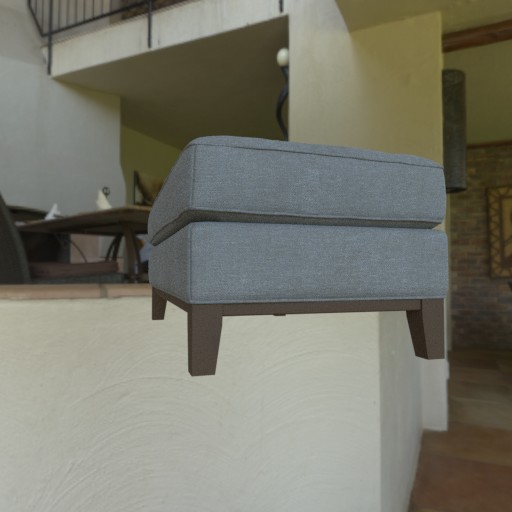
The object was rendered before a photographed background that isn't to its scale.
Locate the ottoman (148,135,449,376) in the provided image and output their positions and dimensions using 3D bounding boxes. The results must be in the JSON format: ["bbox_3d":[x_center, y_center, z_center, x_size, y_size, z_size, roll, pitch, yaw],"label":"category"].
[{"bbox_3d":[0.000,0.000,1.482,0.648,0.514,1.143,1,-2,-17],"label":"ottoman"}]
